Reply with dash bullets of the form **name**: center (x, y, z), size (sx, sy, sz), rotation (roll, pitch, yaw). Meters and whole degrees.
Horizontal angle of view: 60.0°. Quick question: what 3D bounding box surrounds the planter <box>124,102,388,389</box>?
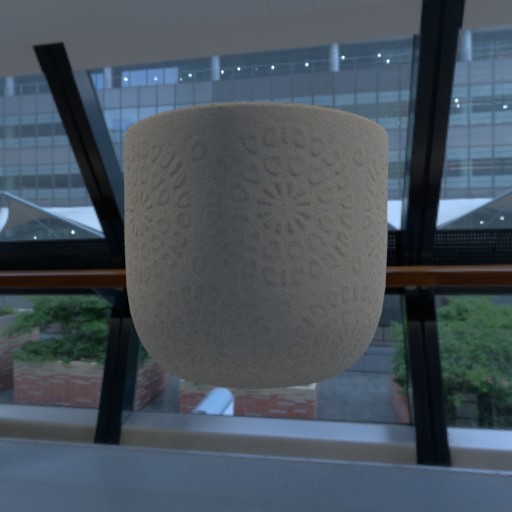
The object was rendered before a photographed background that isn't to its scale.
- **planter**: center (0.000, 0.000, 0.217), size (0.124, 0.109, 0.124), rotation (0, 0, 0)
